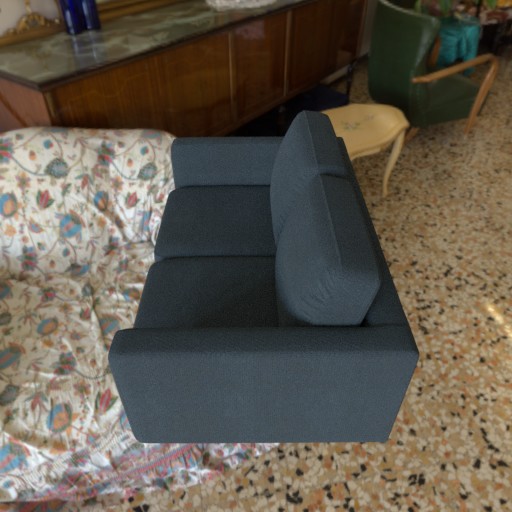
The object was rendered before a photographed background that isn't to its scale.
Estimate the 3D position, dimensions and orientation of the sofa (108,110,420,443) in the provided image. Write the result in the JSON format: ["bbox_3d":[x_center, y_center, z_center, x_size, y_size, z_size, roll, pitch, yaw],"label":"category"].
[{"bbox_3d":[0.000,0.000,2.082,0.999,0.930,1.518,0,40,0],"label":"sofa"}]
